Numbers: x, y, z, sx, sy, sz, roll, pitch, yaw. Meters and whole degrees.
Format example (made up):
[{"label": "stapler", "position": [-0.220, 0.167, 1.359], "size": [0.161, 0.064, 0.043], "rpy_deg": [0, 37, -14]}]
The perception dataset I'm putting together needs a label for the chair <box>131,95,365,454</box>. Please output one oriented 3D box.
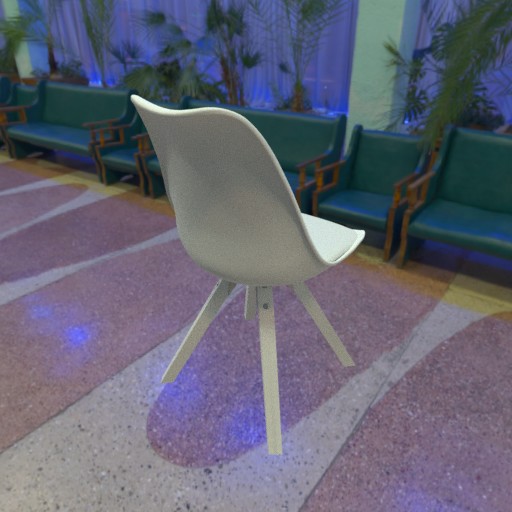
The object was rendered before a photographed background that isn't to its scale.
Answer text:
[{"label": "chair", "position": [0.000, 0.000, 1.173], "size": [0.485, 0.850, 0.550], "rpy_deg": [20, 35, 32]}]
